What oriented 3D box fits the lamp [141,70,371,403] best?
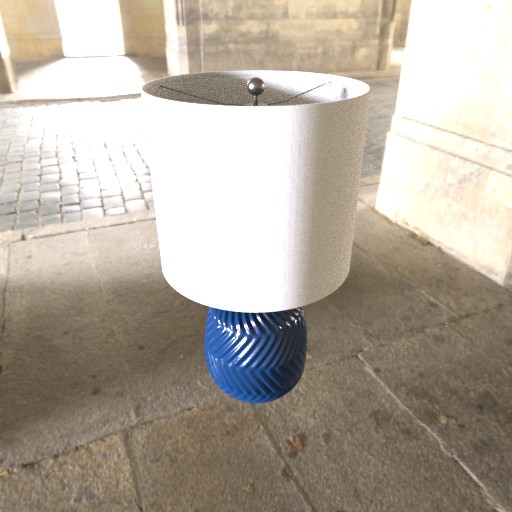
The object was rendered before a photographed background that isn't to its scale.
[{"bbox_3d":[0.000,0.000,0.488,0.203,0.368,0.203,10,31,18],"label":"lamp"}]
